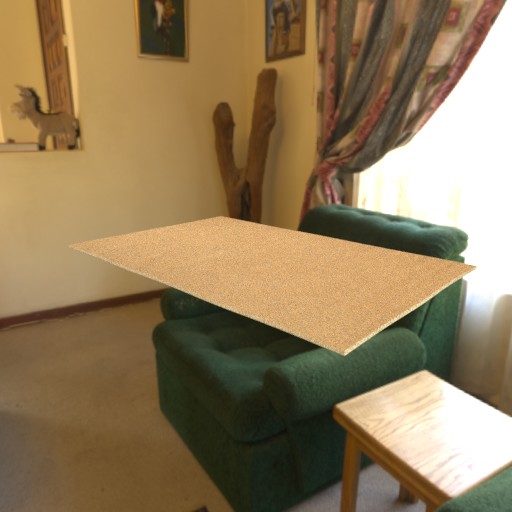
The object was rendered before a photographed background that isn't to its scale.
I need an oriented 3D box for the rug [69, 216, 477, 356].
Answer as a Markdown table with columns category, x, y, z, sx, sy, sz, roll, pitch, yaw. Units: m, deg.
| category | x | y | z | sx | sy | sz | roll | pitch | yaw |
| --- | --- | --- | --- | --- | --- | --- | --- | --- | --- |
| rug | 0.000 | 0.000 | 2.992 | 2.346 | 0.025 | 1.500 | 15 | 22 | 41 |
